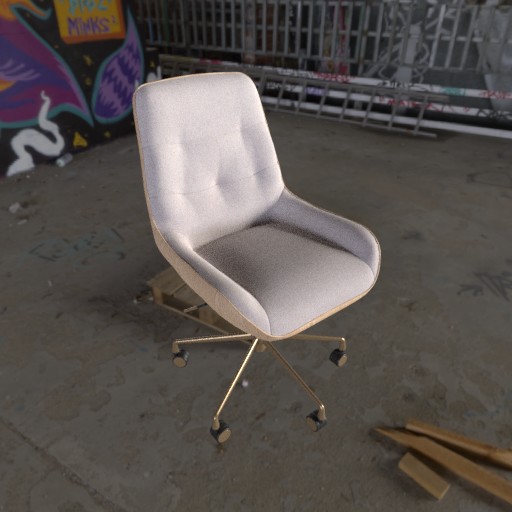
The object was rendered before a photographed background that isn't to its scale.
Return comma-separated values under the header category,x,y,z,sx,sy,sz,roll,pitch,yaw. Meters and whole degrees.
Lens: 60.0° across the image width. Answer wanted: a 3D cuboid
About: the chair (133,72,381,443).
category,x,y,z,sx,sy,sz,roll,pitch,yaw
chair,0.000,0.000,1.341,0.564,0.952,0.668,-22,38,-32
